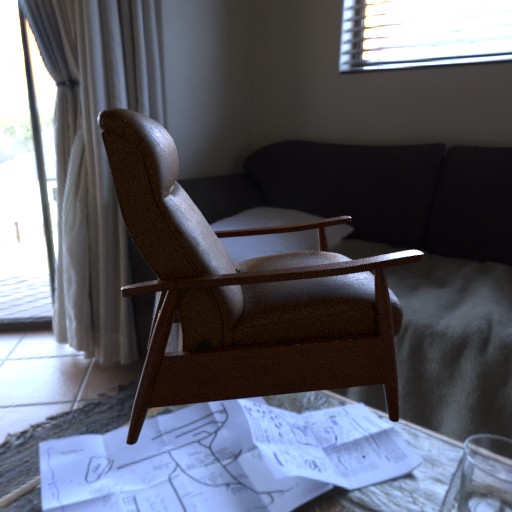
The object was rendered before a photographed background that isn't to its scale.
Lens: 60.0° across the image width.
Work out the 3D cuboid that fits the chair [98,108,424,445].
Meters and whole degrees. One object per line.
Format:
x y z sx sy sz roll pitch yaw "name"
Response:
0.000 0.000 1.760 1.014 1.082 0.762 -2 15 -7 "chair"
